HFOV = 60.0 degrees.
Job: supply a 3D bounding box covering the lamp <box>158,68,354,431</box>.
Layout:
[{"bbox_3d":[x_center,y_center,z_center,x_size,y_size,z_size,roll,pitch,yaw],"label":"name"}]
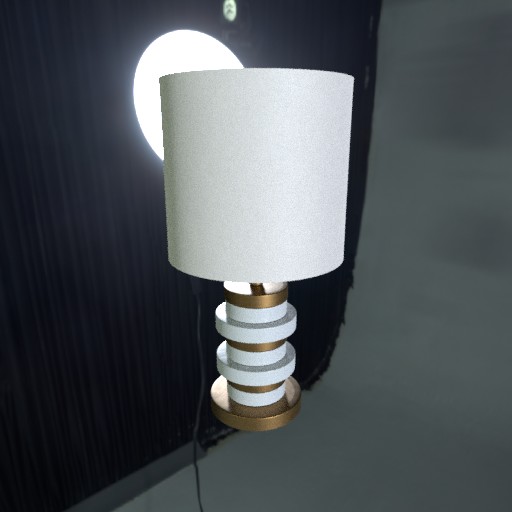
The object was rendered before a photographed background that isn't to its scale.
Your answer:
[{"bbox_3d":[0.000,0.000,0.541,0.210,0.410,0.210,15,22,41],"label":"lamp"}]
